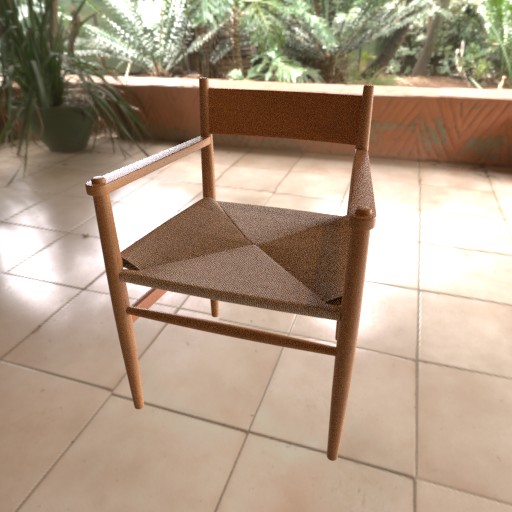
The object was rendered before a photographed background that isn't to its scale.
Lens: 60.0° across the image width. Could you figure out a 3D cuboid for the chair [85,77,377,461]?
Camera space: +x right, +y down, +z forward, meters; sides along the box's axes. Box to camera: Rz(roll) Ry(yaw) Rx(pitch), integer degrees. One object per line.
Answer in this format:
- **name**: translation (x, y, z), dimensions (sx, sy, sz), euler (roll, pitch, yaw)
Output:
- **chair**: translation (0.000, 0.000, 1.106), dimensions (0.556, 0.762, 0.495), euler (9, 30, 15)
